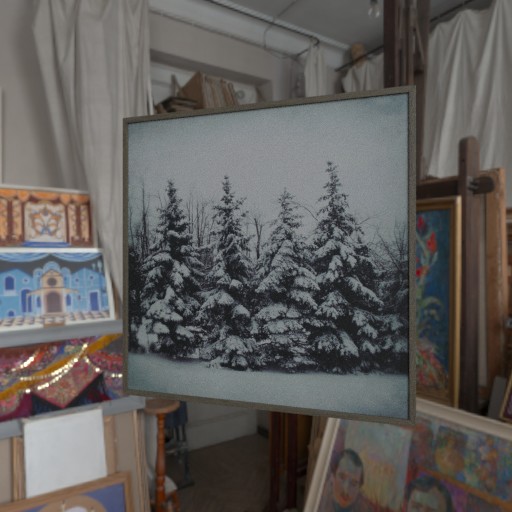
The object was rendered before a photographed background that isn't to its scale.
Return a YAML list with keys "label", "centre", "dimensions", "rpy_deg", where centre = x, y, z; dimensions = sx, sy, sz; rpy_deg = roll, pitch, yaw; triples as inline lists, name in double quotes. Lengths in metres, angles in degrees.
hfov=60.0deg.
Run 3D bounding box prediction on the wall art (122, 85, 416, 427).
- label: "wall art"
  centre: [0.000, 0.000, 1.118]
  dimensions: [0.758, 0.758, 0.039]
  rpy_deg: [0, 0, 18]
